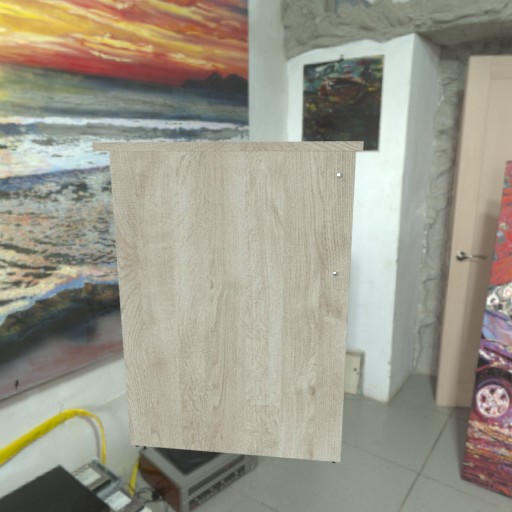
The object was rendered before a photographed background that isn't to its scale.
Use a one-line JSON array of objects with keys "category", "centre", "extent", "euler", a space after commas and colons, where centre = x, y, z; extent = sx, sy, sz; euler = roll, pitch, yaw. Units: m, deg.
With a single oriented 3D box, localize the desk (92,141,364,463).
[{"category": "desk", "centre": [0.000, 0.000, 1.511], "extent": [0.560, 0.730, 1.096], "euler": [2, 13, 7]}]
